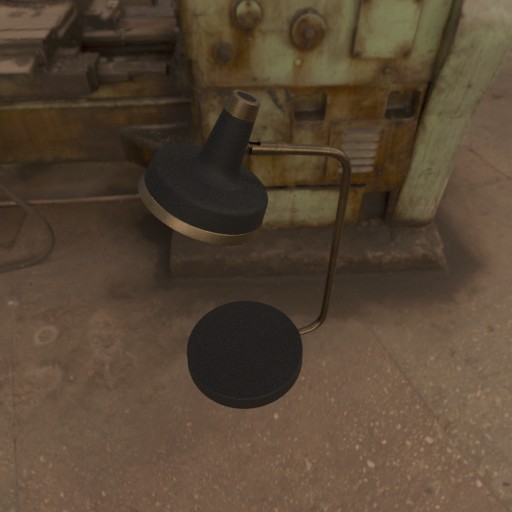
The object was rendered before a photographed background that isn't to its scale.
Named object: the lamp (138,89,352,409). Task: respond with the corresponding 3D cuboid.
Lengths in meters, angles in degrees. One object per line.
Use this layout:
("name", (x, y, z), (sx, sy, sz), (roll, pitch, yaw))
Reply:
("lamp", (0.000, 0.000, 0.495), (0.218, 0.385, 0.162), (-15, 47, -15))
